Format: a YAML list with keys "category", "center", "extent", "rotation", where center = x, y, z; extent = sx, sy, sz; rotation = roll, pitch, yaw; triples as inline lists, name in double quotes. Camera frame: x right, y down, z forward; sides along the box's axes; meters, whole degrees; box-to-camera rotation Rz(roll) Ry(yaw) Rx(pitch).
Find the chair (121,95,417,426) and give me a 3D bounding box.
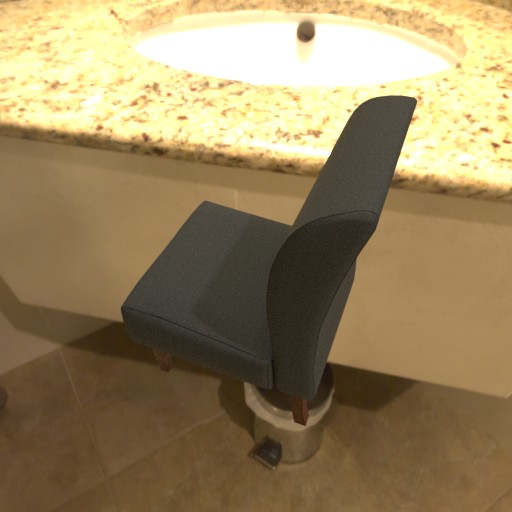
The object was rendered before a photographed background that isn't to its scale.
- category: "chair"
  center: [0.000, 0.000, 1.178]
  extent: [0.592, 0.804, 0.513]
  rotation: [15, 48, 14]
